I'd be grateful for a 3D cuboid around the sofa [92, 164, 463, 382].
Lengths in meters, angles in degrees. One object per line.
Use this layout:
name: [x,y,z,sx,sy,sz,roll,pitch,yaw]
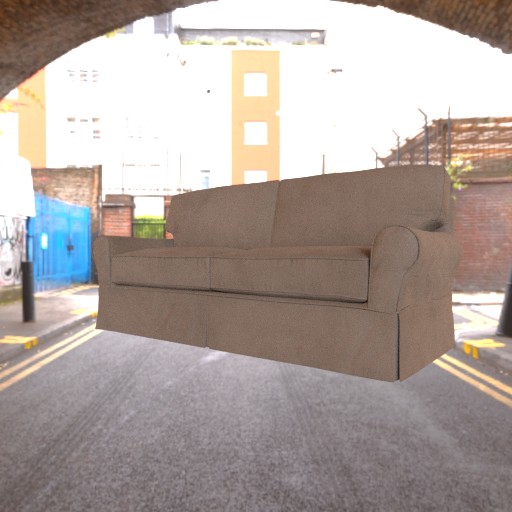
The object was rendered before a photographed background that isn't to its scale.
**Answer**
sofa: [0.000,0.000,2.736,2.246,1.014,0.900,0,1,37]
